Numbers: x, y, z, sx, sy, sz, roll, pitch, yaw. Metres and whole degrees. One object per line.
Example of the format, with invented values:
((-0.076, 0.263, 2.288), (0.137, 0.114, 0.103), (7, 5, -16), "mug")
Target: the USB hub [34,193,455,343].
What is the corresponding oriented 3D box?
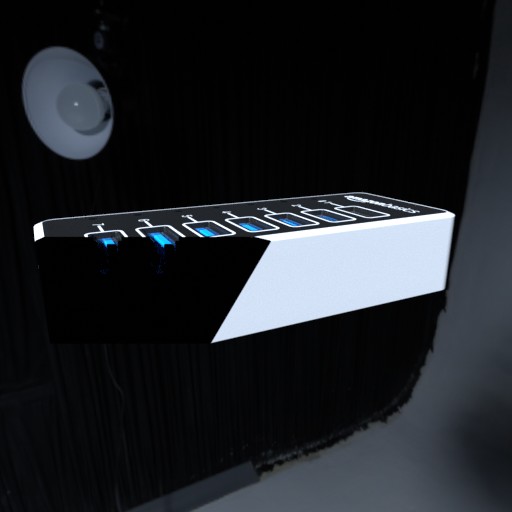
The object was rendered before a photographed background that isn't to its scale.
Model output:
((0.000, 0.000, 0.125), (0.110, 0.023, 0.044), (-8, 19, -25), "USB hub")
